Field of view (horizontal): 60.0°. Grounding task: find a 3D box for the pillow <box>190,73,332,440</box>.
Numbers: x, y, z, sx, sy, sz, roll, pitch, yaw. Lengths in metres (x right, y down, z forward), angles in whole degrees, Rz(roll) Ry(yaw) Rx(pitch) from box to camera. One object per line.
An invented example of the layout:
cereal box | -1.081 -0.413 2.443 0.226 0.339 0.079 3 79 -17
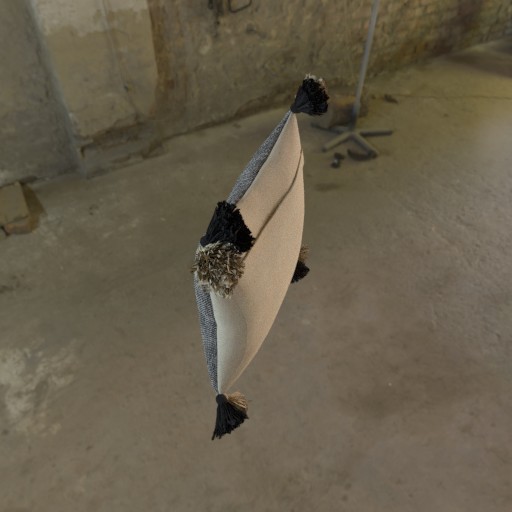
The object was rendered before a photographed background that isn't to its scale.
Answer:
pillow | 0.000 0.000 1.012 0.170 0.659 0.654 16 48 14
